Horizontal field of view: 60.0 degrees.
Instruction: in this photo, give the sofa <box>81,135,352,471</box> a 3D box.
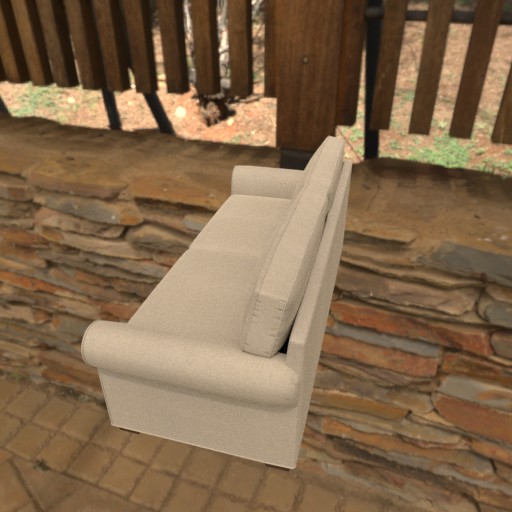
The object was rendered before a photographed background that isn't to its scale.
[{"bbox_3d":[0.000,0.000,2.606,0.901,0.962,2.146,8,32,13],"label":"sofa"}]
